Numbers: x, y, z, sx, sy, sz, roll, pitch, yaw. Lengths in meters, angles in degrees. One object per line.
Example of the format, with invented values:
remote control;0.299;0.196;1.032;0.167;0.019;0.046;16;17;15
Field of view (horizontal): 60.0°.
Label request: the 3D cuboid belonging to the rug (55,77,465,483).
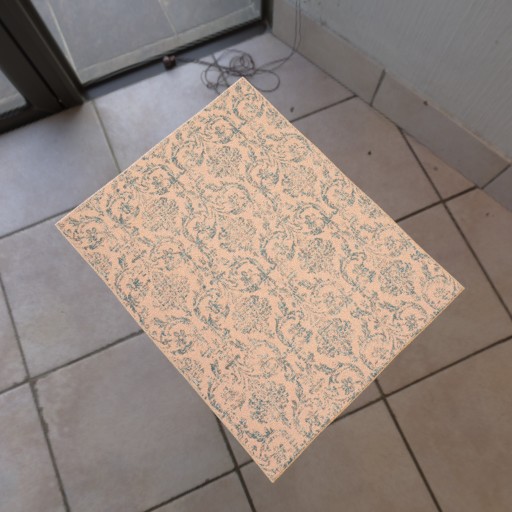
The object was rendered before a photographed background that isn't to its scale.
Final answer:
rug;0.000;0.000;4.055;2.363;0.012;2.980;-42;79;-10
